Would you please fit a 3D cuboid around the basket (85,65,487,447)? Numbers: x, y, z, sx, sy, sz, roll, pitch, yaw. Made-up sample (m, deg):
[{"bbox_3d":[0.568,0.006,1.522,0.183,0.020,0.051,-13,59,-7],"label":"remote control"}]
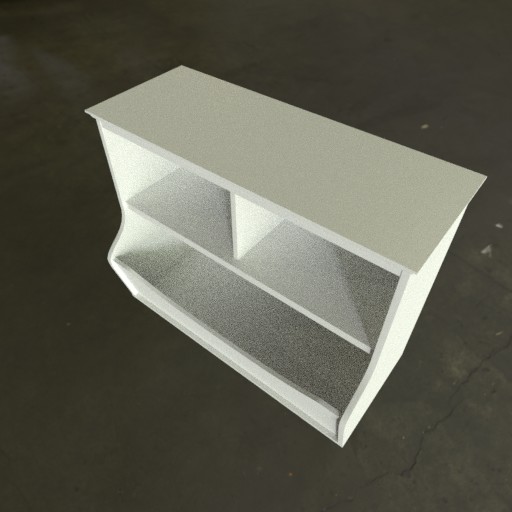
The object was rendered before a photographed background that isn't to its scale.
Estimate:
[{"bbox_3d":[0.000,0.000,1.112,0.792,0.625,0.376,30,53,26],"label":"basket"}]
